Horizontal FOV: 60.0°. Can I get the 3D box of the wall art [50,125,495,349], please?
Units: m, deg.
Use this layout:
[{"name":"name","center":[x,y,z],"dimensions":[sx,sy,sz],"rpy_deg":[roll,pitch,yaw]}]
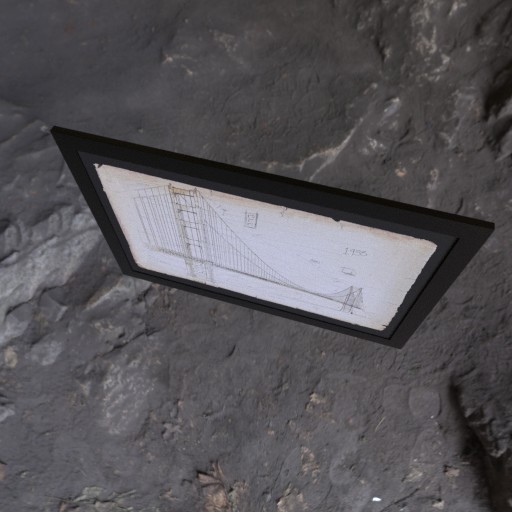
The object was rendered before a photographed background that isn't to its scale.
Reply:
[{"name":"wall art","center":[0.000,0.000,0.826],"dimensions":[0.660,0.447,0.013],"rpy_deg":[14,59,9]}]
